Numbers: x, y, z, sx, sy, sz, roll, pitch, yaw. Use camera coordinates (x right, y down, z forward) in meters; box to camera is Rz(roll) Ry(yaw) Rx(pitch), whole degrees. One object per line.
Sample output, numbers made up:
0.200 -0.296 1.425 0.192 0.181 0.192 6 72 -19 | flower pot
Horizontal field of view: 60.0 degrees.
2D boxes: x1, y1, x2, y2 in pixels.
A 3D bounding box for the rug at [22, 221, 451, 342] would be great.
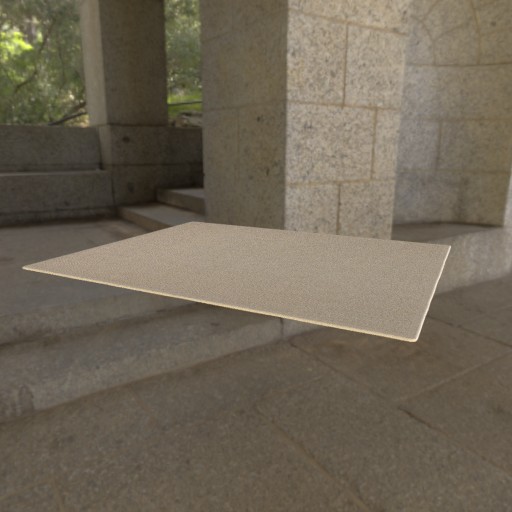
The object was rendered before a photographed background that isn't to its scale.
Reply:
0.000 0.000 3.959 3.051 0.020 2.407 7 16 26 | rug
